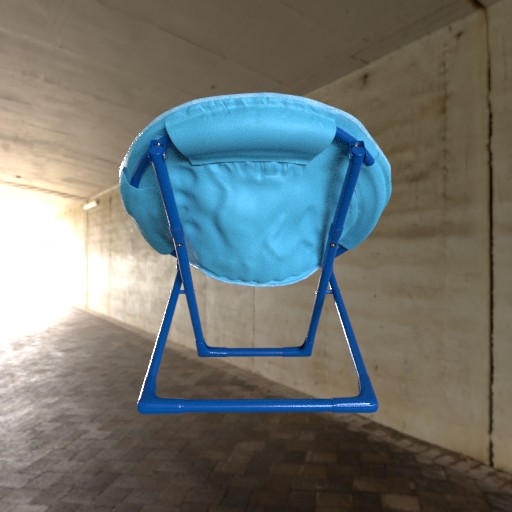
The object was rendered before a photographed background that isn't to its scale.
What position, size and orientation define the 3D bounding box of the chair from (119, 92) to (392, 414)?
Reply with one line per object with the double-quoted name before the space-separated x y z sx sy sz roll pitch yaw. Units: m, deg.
"chair" 0.000 0.000 0.877 0.520 0.478 0.465 0 -1 -1
